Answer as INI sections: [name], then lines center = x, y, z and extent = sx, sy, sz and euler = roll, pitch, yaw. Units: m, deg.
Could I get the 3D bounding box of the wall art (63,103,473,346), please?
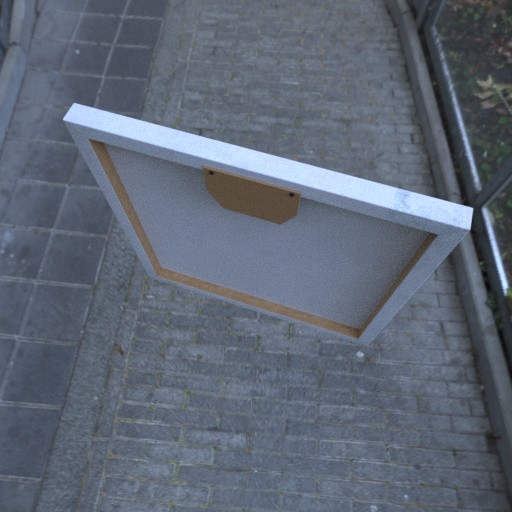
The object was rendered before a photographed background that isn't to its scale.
[wall art]
center = 0.000, 0.000, 0.903
extent = 0.605, 0.605, 0.044
euler = 17, 65, 8
